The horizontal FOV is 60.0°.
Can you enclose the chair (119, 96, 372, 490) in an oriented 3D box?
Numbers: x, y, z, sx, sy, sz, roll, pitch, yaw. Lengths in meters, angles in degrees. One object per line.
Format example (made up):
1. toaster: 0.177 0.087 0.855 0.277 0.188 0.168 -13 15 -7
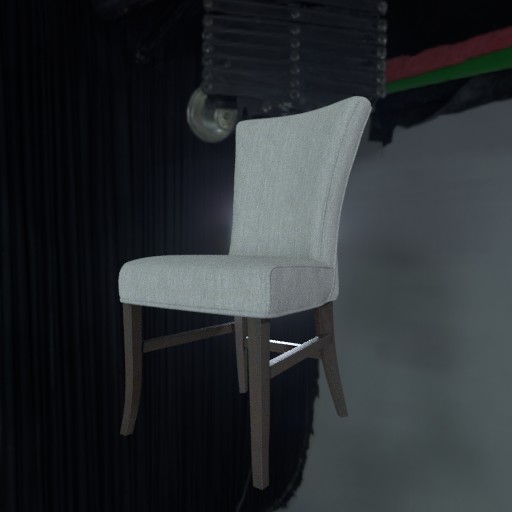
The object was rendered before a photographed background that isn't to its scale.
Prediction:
1. chair: 0.000 0.000 1.333 0.520 0.991 0.660 1 1 36
